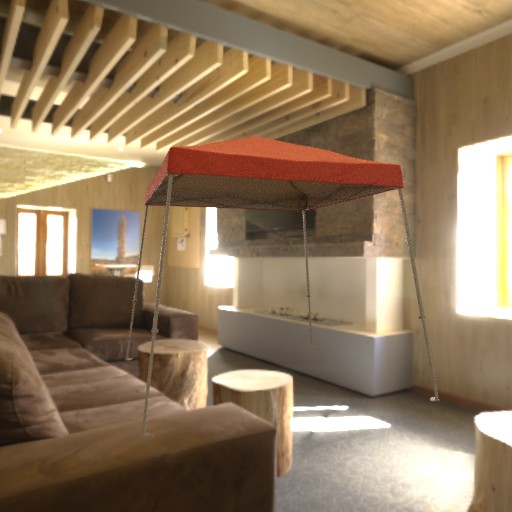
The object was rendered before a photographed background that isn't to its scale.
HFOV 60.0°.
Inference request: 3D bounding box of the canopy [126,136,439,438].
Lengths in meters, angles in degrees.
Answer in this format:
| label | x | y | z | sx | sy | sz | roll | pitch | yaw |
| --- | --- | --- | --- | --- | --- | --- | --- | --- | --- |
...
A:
| label | x | y | z | sx | sy | sz | roll | pitch | yaw |
| --- | --- | --- | --- | --- | --- | --- | --- | --- | --- |
| canopy | 0.000 | 0.000 | 5.258 | 2.849 | 2.850 | 2.850 | 0 | 0 | -19 |
